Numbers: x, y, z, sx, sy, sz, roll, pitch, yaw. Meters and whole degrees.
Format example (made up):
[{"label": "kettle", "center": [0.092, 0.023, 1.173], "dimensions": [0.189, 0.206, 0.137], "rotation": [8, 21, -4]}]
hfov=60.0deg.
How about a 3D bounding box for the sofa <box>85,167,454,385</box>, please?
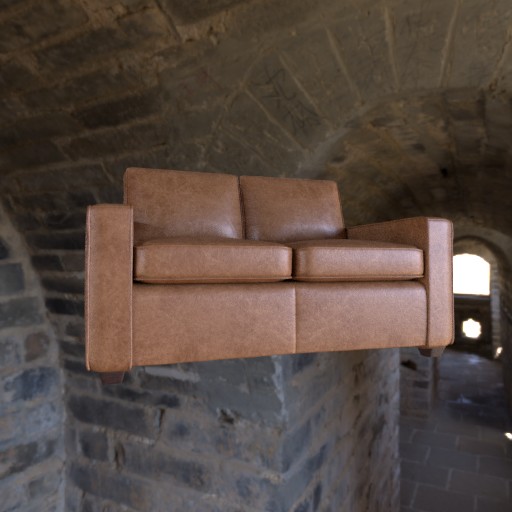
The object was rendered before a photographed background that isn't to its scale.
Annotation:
[{"label": "sofa", "center": [0.000, 0.000, 2.158], "dimensions": [1.532, 0.896, 1.020], "rotation": [0, -1, -19]}]
